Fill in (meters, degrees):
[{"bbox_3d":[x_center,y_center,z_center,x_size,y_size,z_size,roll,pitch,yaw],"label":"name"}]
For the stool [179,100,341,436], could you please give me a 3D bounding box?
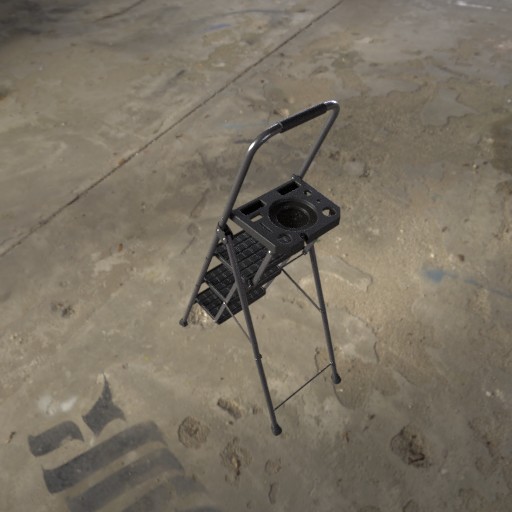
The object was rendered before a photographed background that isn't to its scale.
[{"bbox_3d":[0.000,0.000,1.610,0.396,1.277,0.733,-31,54,-26],"label":"stool"}]
